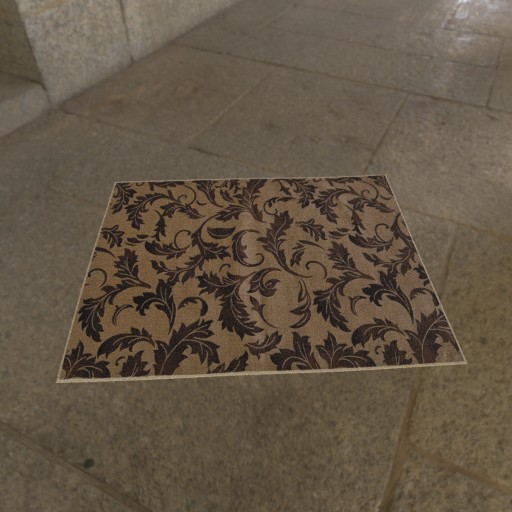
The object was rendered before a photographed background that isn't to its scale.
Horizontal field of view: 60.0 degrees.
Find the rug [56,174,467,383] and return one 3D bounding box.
[{"bbox_3d":[0.000,0.000,4.008,2.977,0.008,2.380,-2,46,-2],"label":"rug"}]
